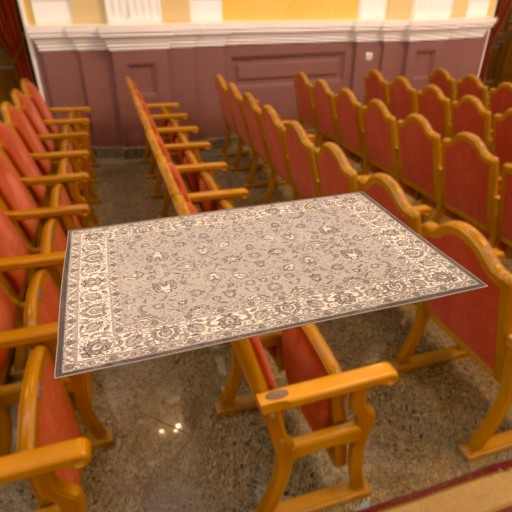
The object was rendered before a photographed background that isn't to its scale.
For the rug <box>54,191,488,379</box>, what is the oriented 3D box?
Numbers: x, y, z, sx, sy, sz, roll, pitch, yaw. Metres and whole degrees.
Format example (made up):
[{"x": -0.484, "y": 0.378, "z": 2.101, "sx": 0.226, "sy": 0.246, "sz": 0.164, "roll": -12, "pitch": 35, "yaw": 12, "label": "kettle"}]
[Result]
[{"x": 0.000, "y": 0.000, "z": 2.958, "sx": 2.438, "sy": 0.011, "sz": 1.524, "roll": -9, "pitch": 32, "yaw": -15, "label": "rug"}]
